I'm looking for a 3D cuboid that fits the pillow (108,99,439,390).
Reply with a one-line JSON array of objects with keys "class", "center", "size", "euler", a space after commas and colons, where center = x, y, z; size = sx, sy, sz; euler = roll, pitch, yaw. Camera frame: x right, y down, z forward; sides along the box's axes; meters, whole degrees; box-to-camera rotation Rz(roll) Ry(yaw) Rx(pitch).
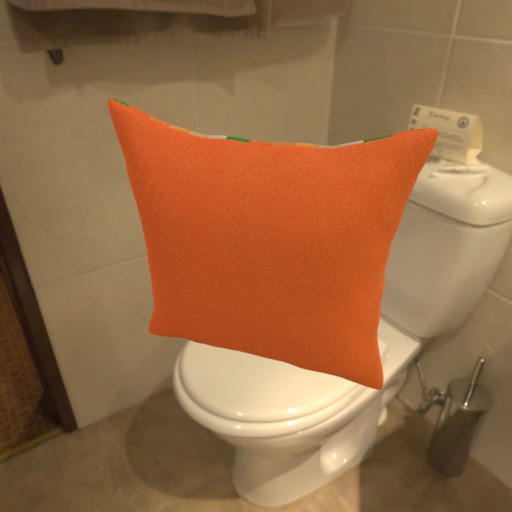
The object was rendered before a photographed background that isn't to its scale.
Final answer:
[{"class": "pillow", "center": [0.000, 0.000, 0.696], "size": [0.453, 0.444, 0.169], "euler": [10, 33, 16]}]
